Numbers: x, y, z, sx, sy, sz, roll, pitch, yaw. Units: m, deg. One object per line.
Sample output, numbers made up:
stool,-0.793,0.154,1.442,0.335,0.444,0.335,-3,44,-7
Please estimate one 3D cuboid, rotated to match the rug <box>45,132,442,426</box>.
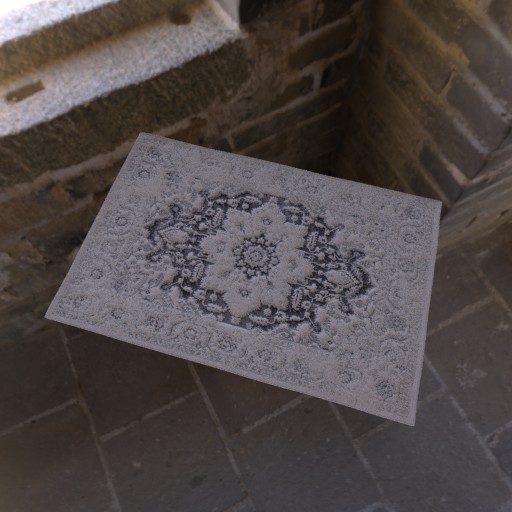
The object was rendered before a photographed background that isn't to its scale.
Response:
rug,0.000,0.000,2.320,1.813,0.008,1.223,15,65,7
